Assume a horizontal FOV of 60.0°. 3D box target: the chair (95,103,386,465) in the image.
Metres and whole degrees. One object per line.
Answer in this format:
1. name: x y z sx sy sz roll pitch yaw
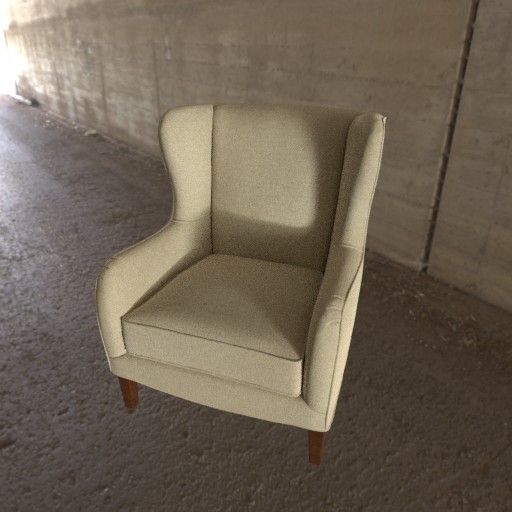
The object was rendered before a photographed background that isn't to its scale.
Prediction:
1. chair: 0.000 0.000 1.722 0.838 1.040 0.966 9 28 18
